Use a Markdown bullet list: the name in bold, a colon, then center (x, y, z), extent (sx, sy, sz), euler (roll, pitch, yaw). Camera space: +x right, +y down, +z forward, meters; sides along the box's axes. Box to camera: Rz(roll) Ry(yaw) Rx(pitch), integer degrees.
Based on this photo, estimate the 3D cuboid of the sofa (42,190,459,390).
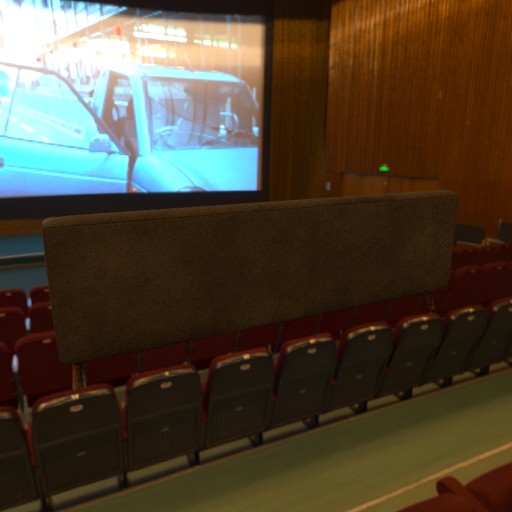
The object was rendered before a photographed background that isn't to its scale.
- **sofa**: center (0.000, 0.000, 2.560), extent (2.190, 0.740, 0.900), euler (-7, 17, -25)
